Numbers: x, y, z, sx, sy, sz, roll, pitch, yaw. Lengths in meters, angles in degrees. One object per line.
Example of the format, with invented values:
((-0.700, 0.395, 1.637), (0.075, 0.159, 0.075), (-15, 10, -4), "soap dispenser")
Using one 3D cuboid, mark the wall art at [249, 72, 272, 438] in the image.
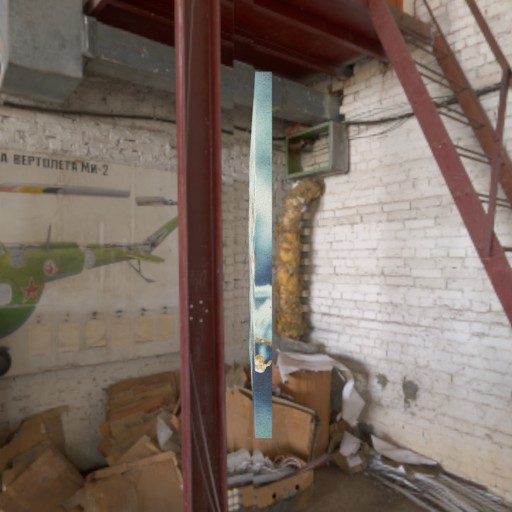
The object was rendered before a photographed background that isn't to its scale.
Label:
((0.000, 0.000, 1.487), (0.035, 0.759, 1.138), (0, 0, -2), "wall art")
